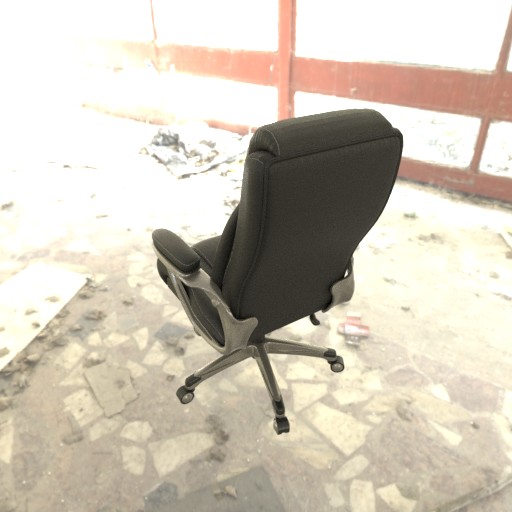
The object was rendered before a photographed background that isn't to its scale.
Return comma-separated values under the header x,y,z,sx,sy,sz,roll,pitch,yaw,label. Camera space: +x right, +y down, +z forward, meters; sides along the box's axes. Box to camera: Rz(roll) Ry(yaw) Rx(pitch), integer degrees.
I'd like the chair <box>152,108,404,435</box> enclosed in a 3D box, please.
x,y,z,sx,sy,sz,roll,pitch,yaw,label
0.000,0.000,1.680,0.741,1.167,0.784,-18,36,-28,chair
